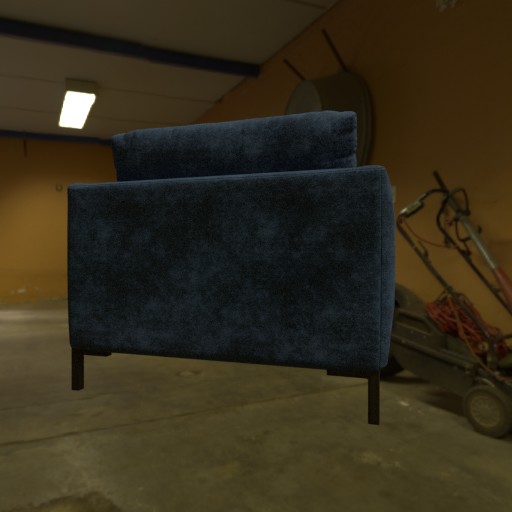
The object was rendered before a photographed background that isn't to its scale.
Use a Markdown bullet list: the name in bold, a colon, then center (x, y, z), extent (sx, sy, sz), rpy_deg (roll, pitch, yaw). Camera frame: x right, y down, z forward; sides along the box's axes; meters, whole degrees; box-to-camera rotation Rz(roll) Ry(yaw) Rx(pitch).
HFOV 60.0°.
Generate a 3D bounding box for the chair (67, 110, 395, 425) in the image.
- **chair**: center (0.000, 0.000, 1.606), extent (0.964, 0.812, 0.875), rpy_deg (0, 0, 18)
